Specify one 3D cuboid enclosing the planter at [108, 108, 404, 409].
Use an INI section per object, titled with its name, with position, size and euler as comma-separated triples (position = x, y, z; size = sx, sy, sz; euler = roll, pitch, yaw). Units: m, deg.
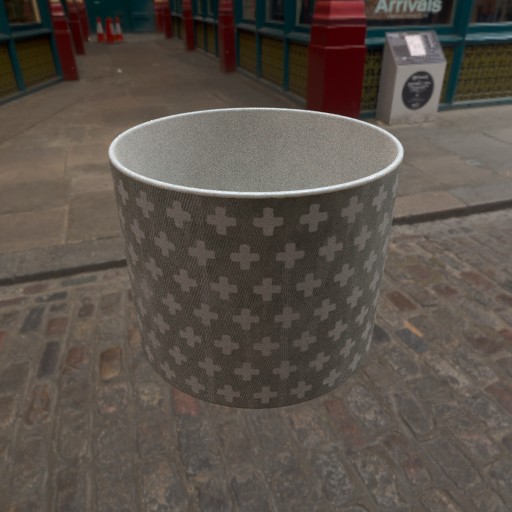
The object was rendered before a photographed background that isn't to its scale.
[planter]
position = 0.000, 0.000, 0.450
size = 0.250, 0.239, 0.250
euler = 0, 31, 0
